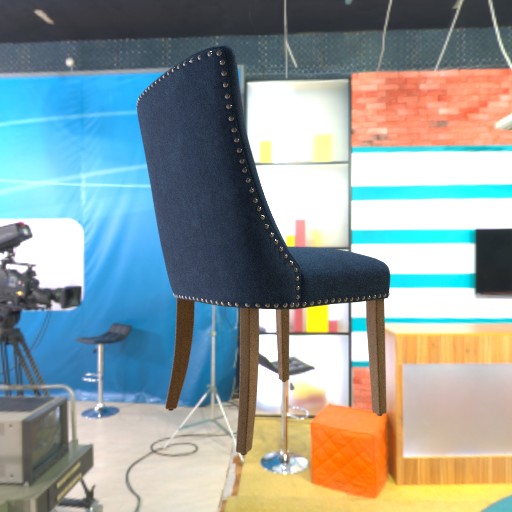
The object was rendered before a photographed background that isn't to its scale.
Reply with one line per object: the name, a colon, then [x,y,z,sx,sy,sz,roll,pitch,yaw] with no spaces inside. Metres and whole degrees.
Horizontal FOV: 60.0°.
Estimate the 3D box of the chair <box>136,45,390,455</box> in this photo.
chair: [0.000,0.000,1.261,0.610,0.902,0.495,0,0,-36]
